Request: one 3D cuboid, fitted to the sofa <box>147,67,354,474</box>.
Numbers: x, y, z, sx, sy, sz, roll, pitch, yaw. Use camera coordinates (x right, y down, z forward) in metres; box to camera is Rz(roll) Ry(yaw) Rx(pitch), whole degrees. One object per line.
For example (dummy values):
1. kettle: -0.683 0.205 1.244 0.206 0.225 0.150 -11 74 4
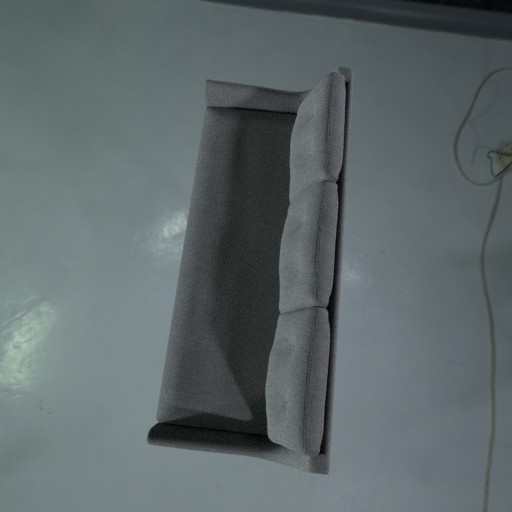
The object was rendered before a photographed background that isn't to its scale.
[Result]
1. sofa: 0.000 0.000 2.473 0.849 0.837 2.060 6 75 2
